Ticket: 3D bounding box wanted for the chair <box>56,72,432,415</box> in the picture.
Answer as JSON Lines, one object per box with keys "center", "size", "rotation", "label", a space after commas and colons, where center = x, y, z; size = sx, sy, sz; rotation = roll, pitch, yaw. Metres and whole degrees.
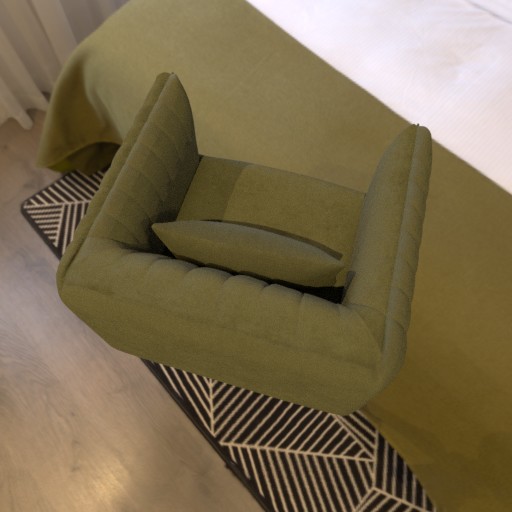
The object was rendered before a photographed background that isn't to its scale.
{"center": [0.000, 0.000, 1.642], "size": [1.032, 0.794, 0.877], "rotation": [14, 65, 7], "label": "chair"}
